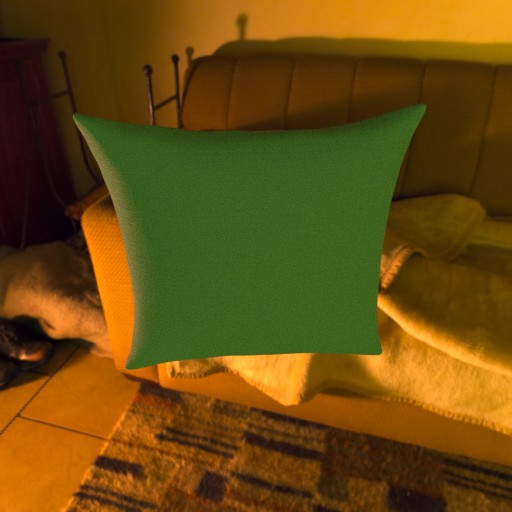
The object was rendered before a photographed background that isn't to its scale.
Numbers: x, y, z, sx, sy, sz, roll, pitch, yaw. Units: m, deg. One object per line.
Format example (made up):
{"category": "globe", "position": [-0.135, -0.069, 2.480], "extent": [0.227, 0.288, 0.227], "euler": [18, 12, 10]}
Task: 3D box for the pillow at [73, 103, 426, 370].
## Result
{"category": "pillow", "position": [0.000, 0.000, 0.760], "extent": [0.514, 0.497, 0.150], "euler": [-2, 31, -4]}
